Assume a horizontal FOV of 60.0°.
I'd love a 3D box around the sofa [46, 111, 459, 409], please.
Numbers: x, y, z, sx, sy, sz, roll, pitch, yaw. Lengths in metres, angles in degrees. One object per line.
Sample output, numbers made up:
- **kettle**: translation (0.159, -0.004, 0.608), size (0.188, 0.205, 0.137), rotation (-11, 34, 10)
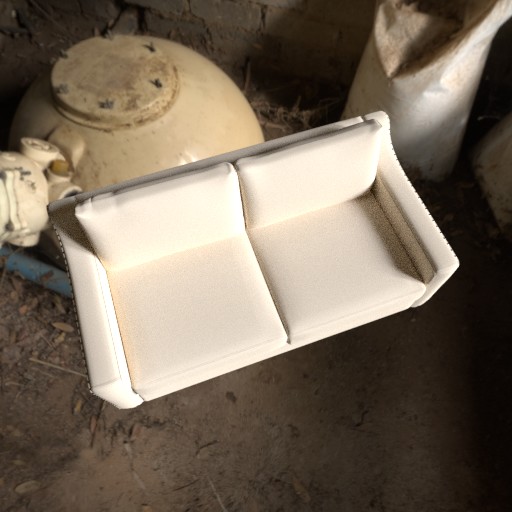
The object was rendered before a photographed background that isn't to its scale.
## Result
- **sofa**: translation (0.000, 0.000, 2.305), size (1.812, 0.830, 0.949), rotation (-18, 65, -9)
